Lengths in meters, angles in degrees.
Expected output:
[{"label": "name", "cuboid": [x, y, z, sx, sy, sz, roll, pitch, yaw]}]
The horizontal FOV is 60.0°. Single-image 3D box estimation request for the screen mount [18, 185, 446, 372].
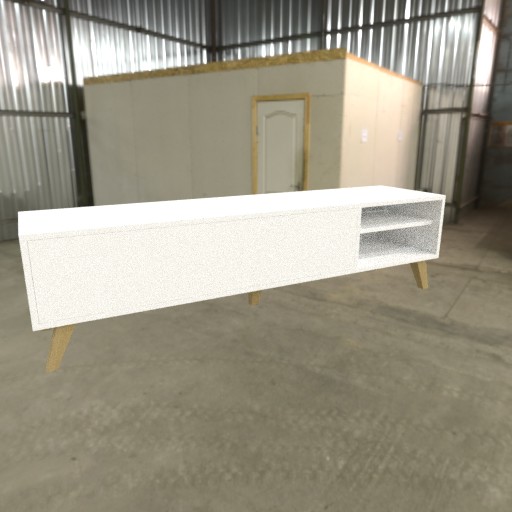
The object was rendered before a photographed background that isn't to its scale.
[{"label": "screen mount", "cuboid": [0.000, 0.000, 1.784, 1.644, 0.432, 0.399, -8, 18, -26]}]
